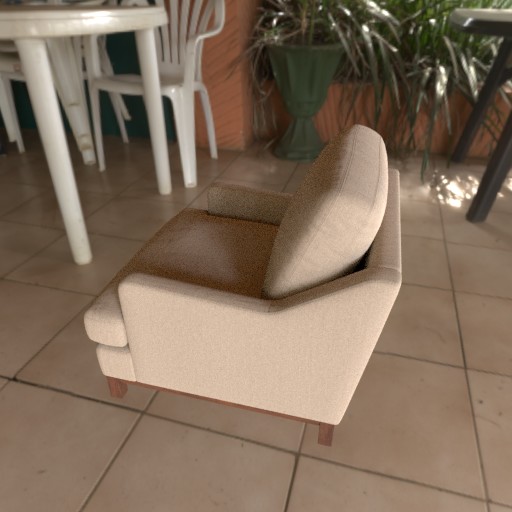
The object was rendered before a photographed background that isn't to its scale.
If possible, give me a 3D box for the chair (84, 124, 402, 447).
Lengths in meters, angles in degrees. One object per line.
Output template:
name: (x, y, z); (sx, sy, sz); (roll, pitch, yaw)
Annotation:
chair: (0.000, 0.000, 1.720); (1.001, 0.916, 0.912); (8, 32, 13)
